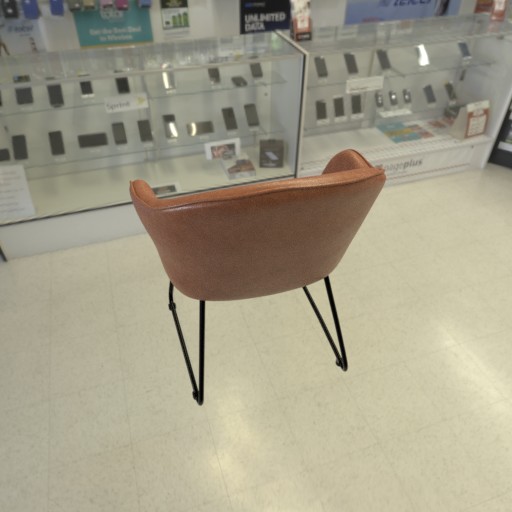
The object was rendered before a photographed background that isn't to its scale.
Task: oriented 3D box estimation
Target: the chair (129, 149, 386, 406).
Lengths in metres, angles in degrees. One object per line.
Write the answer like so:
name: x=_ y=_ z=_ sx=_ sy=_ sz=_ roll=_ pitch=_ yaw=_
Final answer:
chair: x=0.000 y=0.000 z=1.194 sx=0.582 sy=0.785 sz=0.580 roll=-11 pitch=42 yaw=-12
